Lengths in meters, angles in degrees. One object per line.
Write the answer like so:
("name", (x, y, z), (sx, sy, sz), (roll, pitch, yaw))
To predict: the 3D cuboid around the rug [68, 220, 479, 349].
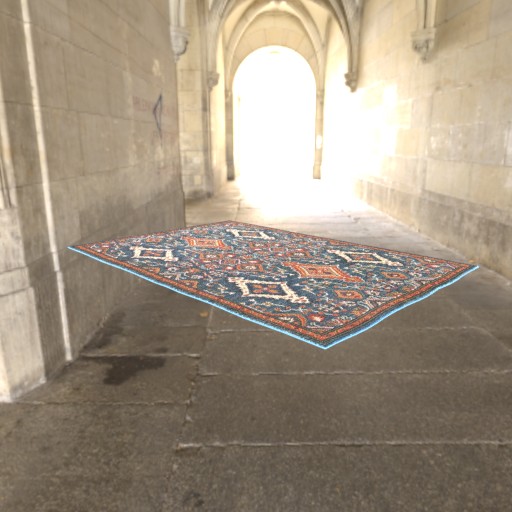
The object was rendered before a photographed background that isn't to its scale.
("rug", (0.000, 0.000, 3.028), (1.622, 0.009, 2.373), (-14, 20, -43))
